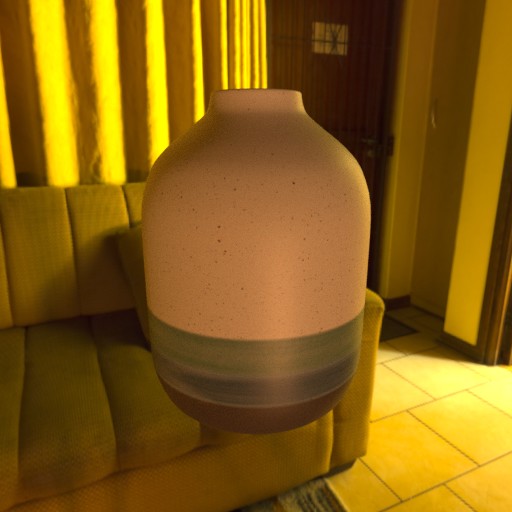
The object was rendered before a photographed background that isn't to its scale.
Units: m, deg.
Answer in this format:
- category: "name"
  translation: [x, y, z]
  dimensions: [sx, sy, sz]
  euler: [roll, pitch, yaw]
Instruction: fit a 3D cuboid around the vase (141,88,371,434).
- category: "vase"
  translation: [0.000, 0.000, 0.345]
  dimensions: [0.169, 0.240, 0.169]
  euler: [0, 16, 0]
